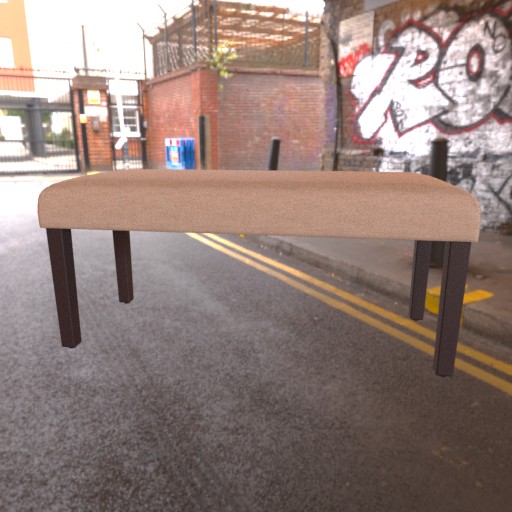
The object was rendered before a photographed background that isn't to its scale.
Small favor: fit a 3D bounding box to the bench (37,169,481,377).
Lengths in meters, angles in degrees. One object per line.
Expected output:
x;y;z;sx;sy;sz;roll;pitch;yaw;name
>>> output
0.000;0.000;1.224;1.013;0.456;0.407;2;15;9;bench
